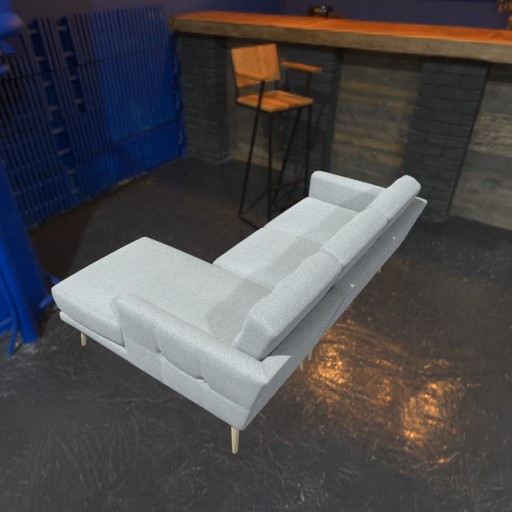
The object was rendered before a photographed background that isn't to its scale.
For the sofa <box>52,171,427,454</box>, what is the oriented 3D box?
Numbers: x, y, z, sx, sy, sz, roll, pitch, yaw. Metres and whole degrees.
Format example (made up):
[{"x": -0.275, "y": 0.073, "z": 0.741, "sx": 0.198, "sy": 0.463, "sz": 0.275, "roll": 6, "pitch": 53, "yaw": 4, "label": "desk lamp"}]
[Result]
[{"x": 0.000, "y": 0.000, "z": 2.901, "sx": 1.530, "sy": 0.860, "sz": 2.040, "roll": 22, "pitch": 39, "yaw": 29, "label": "sofa"}]
